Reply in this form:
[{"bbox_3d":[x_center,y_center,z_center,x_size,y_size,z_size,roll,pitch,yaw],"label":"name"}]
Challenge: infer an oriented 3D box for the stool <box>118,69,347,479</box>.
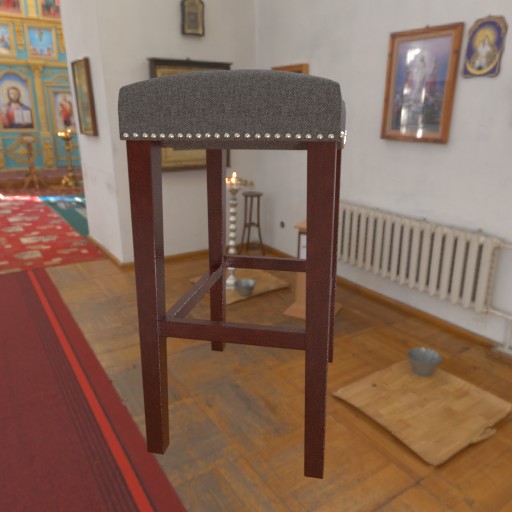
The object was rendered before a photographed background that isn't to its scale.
[{"bbox_3d":[0.000,0.000,1.011,0.372,0.742,0.504,3,17,11],"label":"stool"}]
